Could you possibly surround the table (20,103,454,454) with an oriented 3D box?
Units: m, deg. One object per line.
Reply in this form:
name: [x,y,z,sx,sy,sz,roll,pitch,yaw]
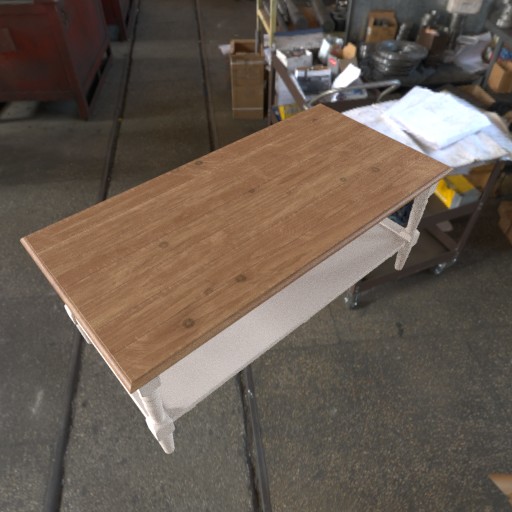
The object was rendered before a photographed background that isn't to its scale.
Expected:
table: [0.000,0.000,1.399,1.118,0.458,0.559,-32,53,-27]
